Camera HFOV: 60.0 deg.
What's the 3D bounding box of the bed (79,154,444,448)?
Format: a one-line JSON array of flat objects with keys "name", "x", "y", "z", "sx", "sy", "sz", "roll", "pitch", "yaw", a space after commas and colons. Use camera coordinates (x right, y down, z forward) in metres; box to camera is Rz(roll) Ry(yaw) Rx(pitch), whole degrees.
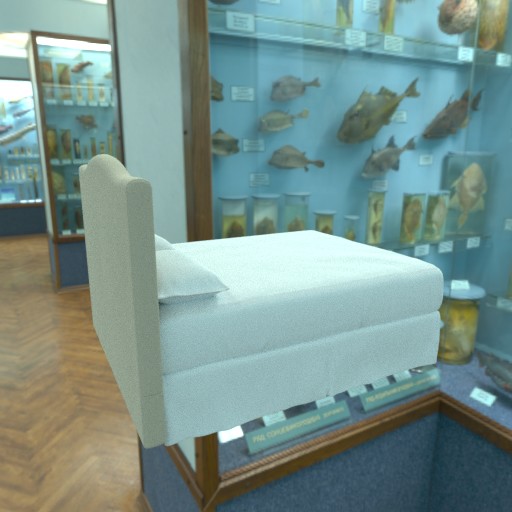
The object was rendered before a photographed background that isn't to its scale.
[{"name": "bed", "x": 0.000, "y": 0.000, "z": 3.225, "sx": 2.143, "sy": 1.460, "sz": 1.753, "roll": -7, "pitch": 16, "yaw": -27}]
